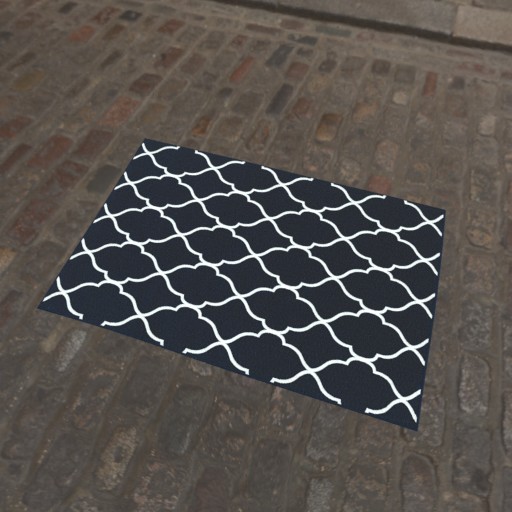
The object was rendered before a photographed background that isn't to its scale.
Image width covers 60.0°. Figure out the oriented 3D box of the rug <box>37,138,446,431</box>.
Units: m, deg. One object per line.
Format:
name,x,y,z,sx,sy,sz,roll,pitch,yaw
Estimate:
rug,0.000,0.000,2.871,2.294,0.014,1.528,15,60,9
